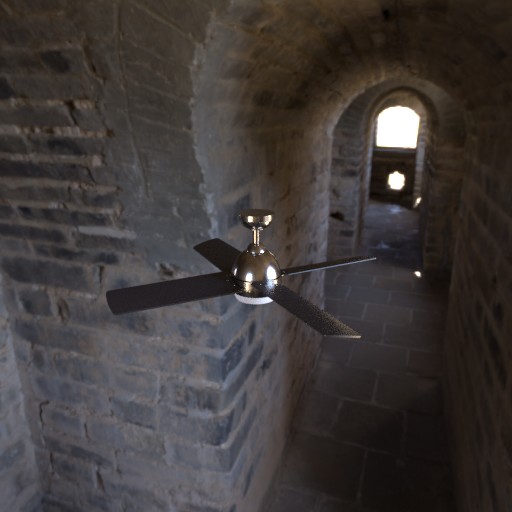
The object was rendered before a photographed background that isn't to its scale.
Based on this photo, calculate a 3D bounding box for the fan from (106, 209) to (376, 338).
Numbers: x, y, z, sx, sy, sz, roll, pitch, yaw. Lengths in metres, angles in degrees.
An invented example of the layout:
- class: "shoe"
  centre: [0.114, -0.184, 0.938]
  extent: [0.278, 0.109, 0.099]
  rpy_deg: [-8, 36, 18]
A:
- class: "fan"
  centre: [0.000, 0.000, 2.027]
  extent: [1.332, 0.403, 1.332]
  rpy_deg: [-9, 19, -26]
